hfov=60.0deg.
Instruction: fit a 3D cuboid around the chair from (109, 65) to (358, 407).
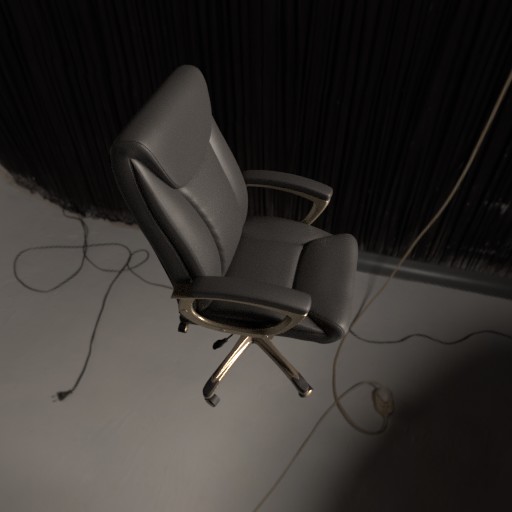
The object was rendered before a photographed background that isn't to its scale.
[{"bbox_3d":[0.000,0.000,1.640,0.748,1.188,0.694,10,47,9],"label":"chair"}]
